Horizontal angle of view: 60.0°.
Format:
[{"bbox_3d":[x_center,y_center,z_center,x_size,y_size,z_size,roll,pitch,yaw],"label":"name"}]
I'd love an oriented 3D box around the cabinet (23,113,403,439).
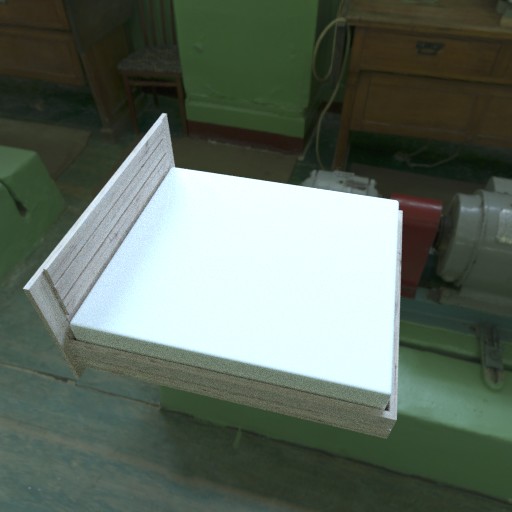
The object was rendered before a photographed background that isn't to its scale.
[{"bbox_3d":[0.000,0.000,3.185,2.080,0.970,1.950,10,47,10],"label":"cabinet"}]
